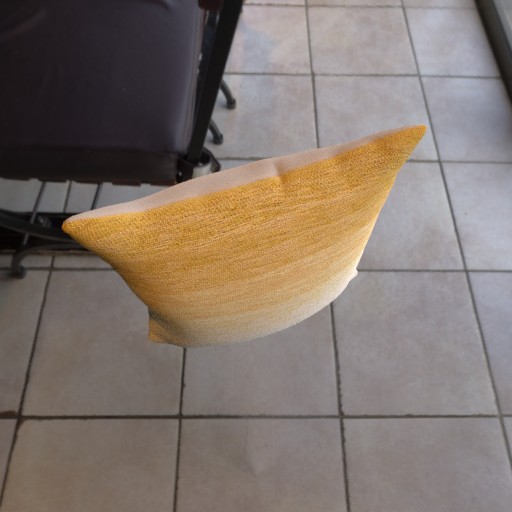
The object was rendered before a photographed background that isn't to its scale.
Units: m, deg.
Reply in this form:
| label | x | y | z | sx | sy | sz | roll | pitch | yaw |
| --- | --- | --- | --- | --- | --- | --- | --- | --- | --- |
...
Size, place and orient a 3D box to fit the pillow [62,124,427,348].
| label | x | y | z | sx | sy | sz | roll | pitch | yaw |
| --- | --- | --- | --- | --- | --- | --- | --- | --- | --- |
| pillow | 0.000 | 0.000 | 0.714 | 0.450 | 0.450 | 0.211 | -17 | 65 | -8 |
